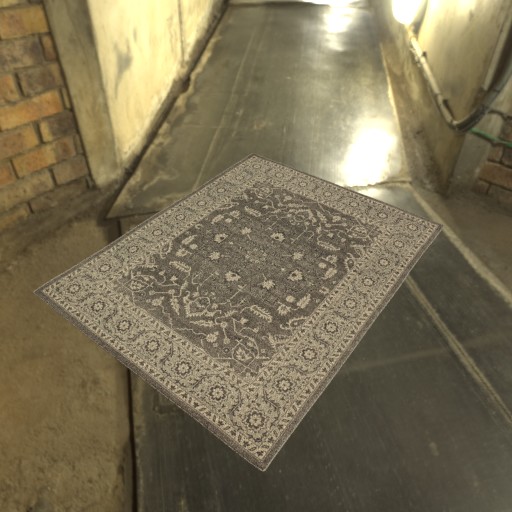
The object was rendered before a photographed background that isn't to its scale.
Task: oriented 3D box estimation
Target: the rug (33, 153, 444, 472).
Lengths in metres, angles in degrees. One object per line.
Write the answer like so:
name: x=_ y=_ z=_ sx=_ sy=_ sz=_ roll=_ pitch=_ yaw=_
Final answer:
rug: x=0.000 y=0.000 z=4.115 sx=2.451 sy=0.026 sz=3.069 roll=27 pitch=48 yaw=27
